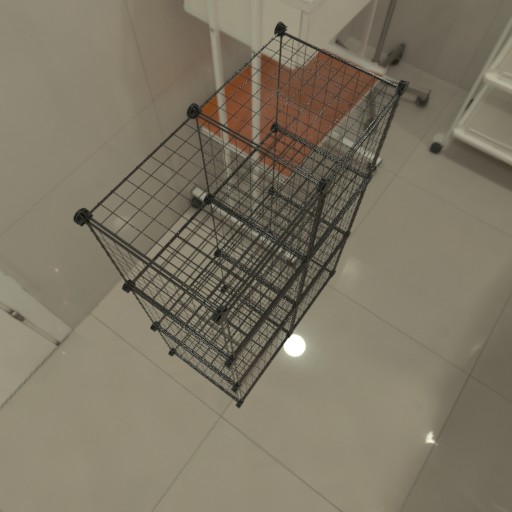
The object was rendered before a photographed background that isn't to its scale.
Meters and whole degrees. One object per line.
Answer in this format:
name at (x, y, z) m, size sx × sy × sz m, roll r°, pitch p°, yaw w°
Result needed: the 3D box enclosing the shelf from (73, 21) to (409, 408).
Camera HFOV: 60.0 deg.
shelf at (0.000, 0.000, 1.403) m, size 0.356 × 1.067 × 0.711 m, roll 33°, pitch 68°, yaw 15°
